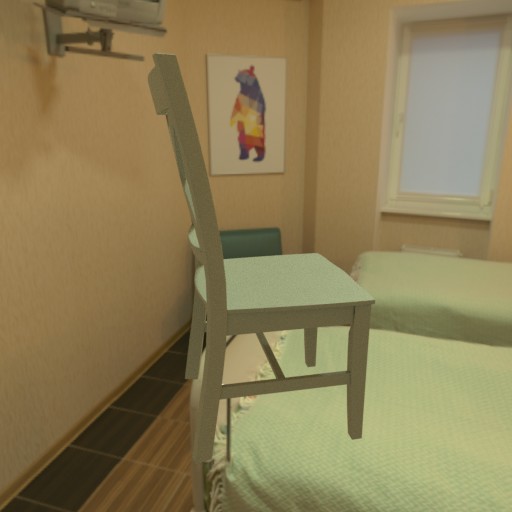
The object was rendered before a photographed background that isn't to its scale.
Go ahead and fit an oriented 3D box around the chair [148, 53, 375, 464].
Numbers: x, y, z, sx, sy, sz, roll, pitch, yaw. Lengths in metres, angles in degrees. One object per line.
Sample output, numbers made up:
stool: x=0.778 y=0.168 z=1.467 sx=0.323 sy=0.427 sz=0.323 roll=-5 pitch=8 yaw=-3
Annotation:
chair: x=0.000 y=0.000 z=1.267 sx=0.542 sy=0.983 sz=0.485 roll=-3 pitch=17 yaw=-11
